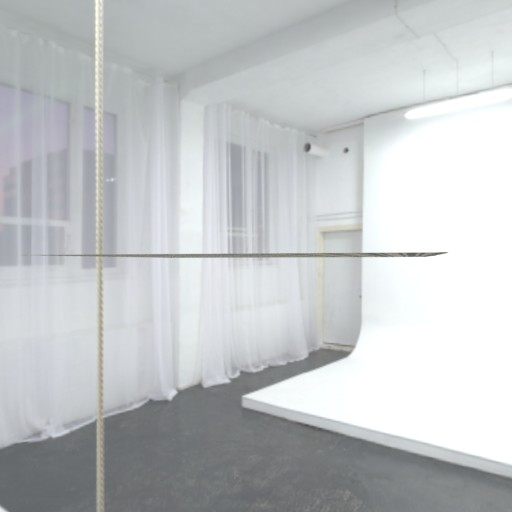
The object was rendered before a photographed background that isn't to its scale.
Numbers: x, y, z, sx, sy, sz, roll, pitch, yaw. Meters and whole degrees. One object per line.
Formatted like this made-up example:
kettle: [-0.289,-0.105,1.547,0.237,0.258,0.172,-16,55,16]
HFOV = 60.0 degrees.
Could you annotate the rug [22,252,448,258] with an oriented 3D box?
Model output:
rug: [0.000,0.000,4.206,3.201,0.005,2.439,0,-1,18]
